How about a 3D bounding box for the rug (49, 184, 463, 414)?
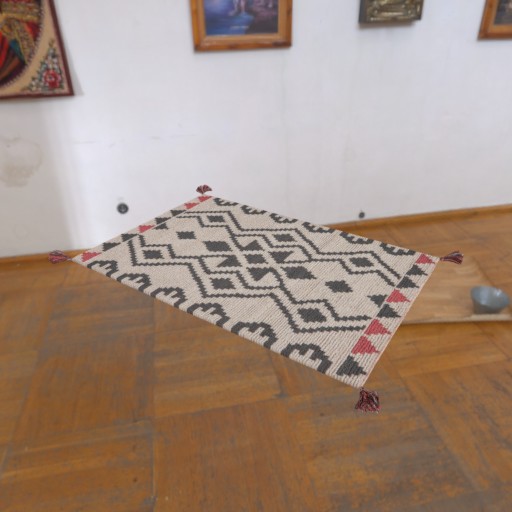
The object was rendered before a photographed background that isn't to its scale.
[{"bbox_3d":[0.000,0.000,2.632,2.069,0.067,1.444,19,35,29],"label":"rug"}]
